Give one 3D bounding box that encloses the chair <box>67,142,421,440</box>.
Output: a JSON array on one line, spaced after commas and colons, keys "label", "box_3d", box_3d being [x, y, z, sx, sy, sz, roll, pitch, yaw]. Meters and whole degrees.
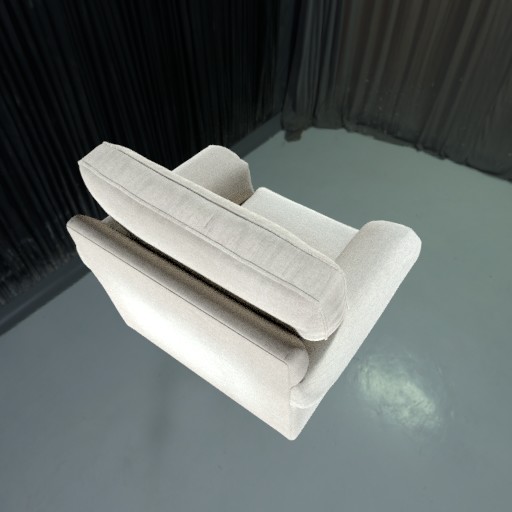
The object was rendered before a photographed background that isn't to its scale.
[{"label": "chair", "box_3d": [0.000, 0.000, 1.800, 1.092, 0.961, 0.965, 28, 53, 24]}]
